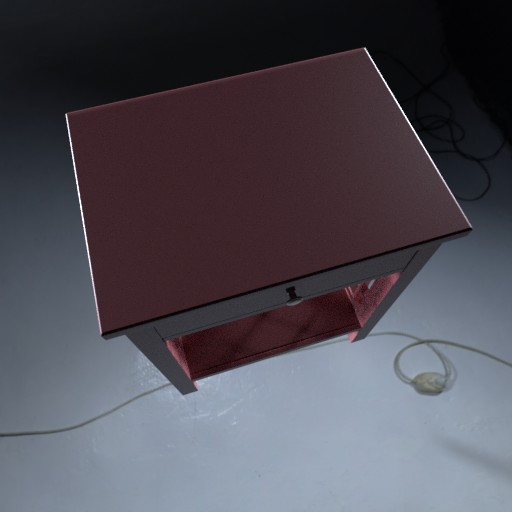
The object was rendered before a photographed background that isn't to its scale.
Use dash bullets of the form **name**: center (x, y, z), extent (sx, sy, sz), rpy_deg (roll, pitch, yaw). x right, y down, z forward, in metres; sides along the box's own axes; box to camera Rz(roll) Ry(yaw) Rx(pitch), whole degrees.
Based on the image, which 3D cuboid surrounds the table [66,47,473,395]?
- **table**: center (0.000, 0.000, 1.073), extent (0.599, 0.686, 0.451), rpy_deg (-15, 65, -7)
